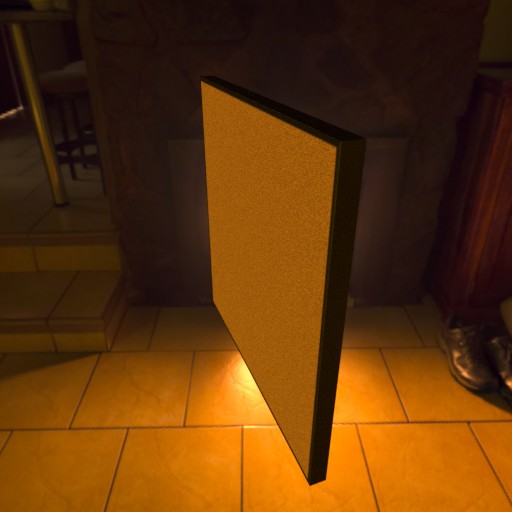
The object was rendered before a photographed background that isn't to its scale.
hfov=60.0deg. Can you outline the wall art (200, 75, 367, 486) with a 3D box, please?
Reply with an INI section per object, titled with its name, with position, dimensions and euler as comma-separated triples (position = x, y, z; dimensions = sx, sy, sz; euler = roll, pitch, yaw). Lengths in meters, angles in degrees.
[wall art]
position = 0.000, 0.000, 0.748
dimensions = 0.028, 0.511, 0.513
euler = -11, 30, -18
